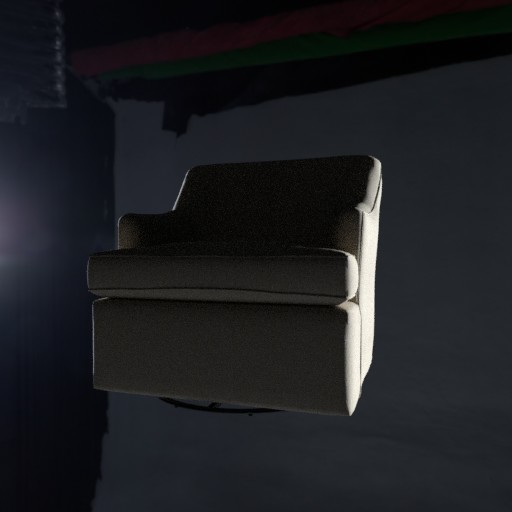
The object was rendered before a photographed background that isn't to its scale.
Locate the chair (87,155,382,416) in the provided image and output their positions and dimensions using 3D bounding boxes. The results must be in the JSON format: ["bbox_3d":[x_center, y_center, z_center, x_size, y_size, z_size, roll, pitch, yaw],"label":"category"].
[{"bbox_3d":[0.000,0.000,1.610,0.864,0.856,0.923,0,0,17],"label":"chair"}]
